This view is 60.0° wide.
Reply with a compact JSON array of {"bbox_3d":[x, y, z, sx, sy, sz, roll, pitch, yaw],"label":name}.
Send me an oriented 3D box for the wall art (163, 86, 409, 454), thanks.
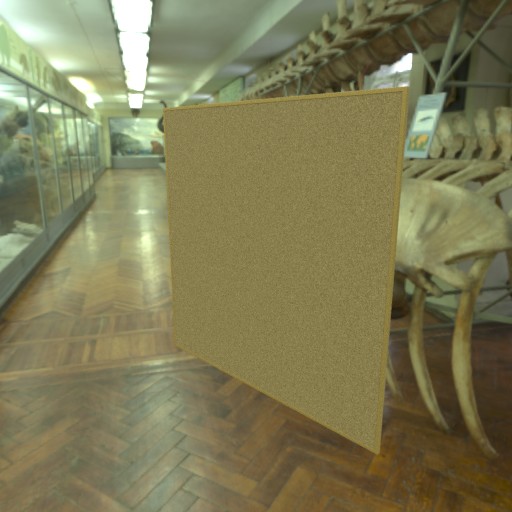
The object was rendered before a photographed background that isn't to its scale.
[{"bbox_3d":[0.000,0.000,1.440,0.962,0.959,0.013,14,20,43],"label":"wall art"}]
